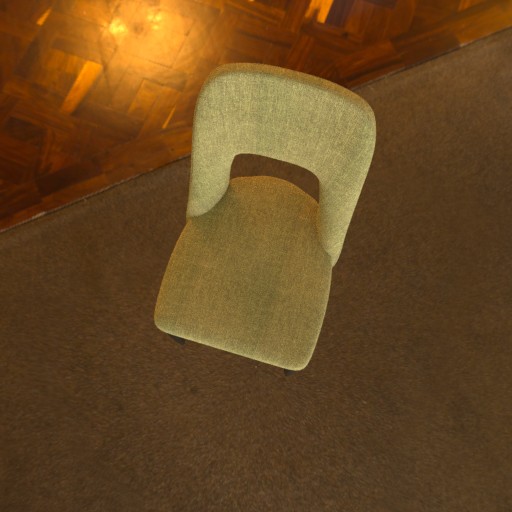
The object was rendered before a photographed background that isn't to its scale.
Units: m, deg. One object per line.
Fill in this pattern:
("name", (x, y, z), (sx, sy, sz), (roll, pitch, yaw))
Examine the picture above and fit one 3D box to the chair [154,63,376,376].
("chair", (0.000, 0.000, 1.307), (0.470, 0.931, 0.612), (16, 77, 4))
